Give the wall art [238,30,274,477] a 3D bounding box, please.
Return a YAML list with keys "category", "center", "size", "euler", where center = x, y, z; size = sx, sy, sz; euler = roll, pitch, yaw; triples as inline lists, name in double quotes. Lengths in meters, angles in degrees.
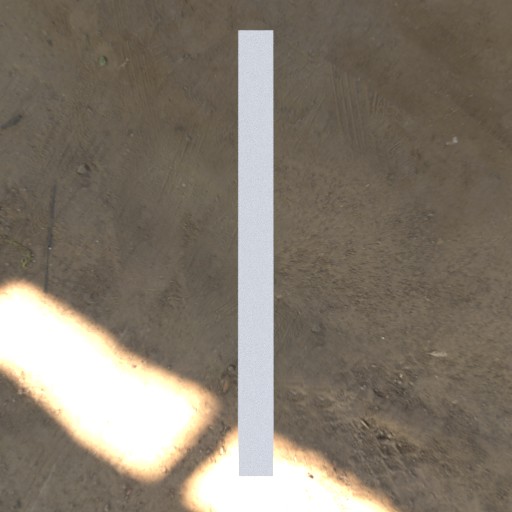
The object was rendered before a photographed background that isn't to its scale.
- category: "wall art"
  center: [0.000, 0.000, 0.454]
  size: [0.024, 0.304, 0.304]
  euler: [0, 89, 0]
